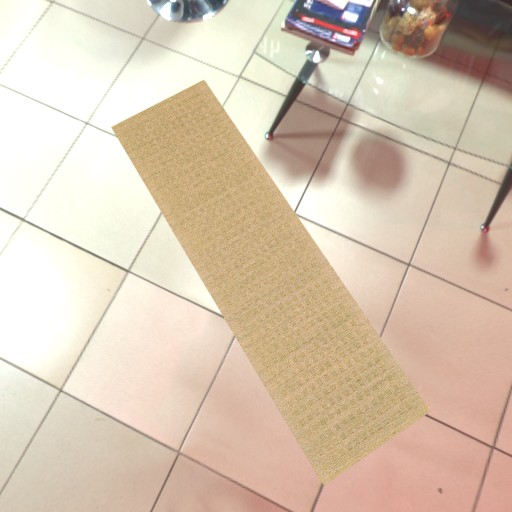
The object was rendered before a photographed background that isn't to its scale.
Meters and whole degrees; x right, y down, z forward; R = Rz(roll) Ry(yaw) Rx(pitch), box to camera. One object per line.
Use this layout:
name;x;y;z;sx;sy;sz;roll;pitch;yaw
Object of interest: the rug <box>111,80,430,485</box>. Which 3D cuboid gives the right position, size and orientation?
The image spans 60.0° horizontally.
rug;0.000;0.000;2.600;0.686;0.006;2.437;-30;76;-8
